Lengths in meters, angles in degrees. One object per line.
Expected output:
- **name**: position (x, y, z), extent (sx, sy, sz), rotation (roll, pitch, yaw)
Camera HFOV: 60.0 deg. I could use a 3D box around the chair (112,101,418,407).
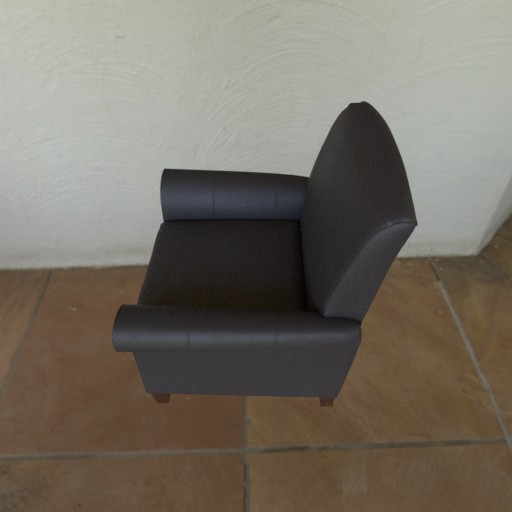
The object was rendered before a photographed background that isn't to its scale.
- **chair**: position (0.000, 0.000, 1.768), extent (0.902, 1.061, 0.978), rotation (1, 43, 1)
